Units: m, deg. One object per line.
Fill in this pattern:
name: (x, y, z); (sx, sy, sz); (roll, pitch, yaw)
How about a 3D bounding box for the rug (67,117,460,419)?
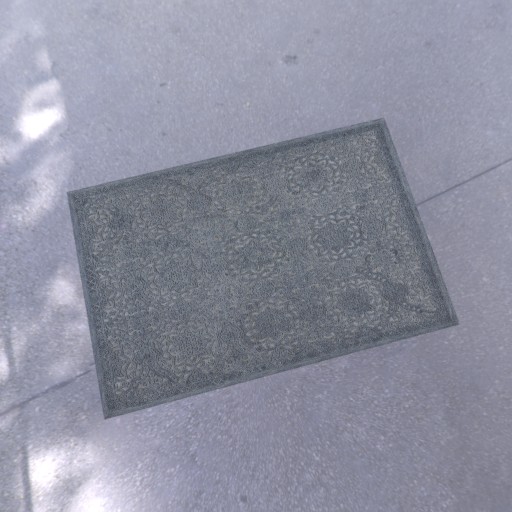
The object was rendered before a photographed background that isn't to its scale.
rug: (0.000, 0.000, 2.332); (1.819, 0.012, 1.208); (-14, 76, -3)
